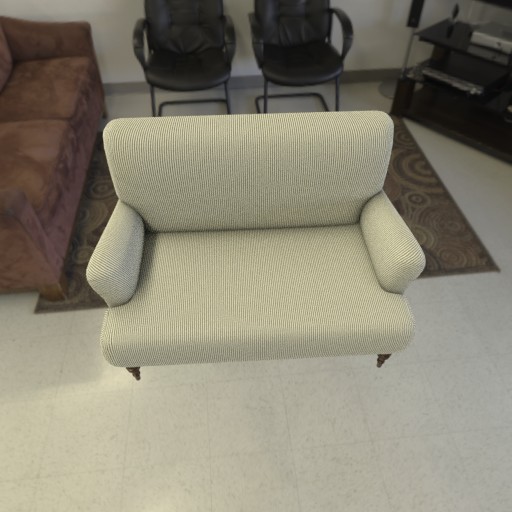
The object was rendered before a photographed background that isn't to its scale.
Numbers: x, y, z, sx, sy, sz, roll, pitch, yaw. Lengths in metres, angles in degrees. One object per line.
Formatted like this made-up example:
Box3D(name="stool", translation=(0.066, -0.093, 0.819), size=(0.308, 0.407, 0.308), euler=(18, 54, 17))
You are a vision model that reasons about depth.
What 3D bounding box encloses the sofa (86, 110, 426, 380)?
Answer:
Box3D(name="sofa", translation=(0.000, 0.000, 1.870), size=(1.297, 0.889, 0.779), euler=(-2, 47, -2))
